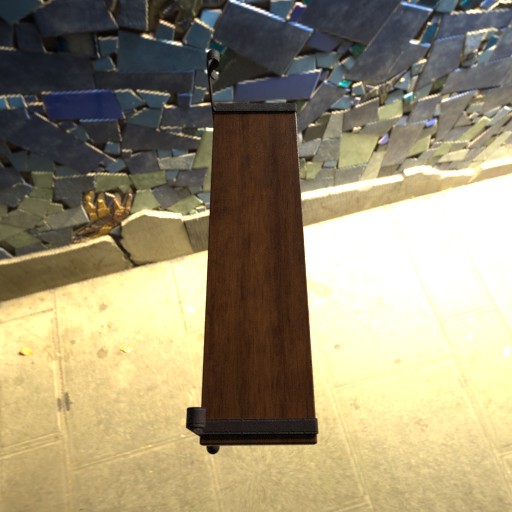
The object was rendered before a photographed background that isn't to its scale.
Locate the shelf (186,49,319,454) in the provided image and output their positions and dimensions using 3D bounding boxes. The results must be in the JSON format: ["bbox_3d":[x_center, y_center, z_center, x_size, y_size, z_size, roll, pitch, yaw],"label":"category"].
[{"bbox_3d":[0.000,0.000,0.698,0.146,0.330,0.567,0,64,0],"label":"shelf"}]
